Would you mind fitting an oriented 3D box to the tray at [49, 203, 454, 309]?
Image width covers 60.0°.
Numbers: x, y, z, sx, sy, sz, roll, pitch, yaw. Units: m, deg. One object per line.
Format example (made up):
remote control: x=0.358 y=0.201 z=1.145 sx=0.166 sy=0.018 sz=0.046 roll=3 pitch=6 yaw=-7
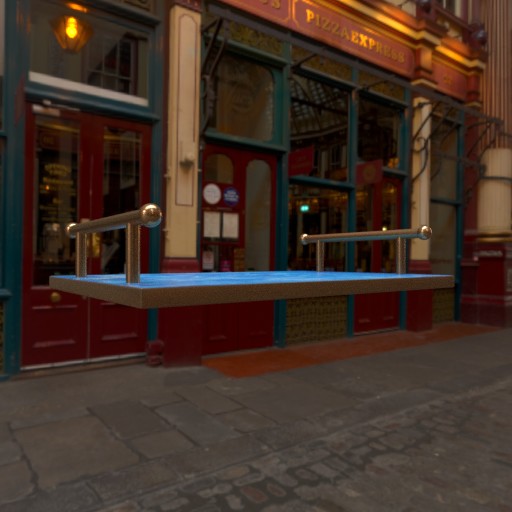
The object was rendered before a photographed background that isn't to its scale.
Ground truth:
tray: x=0.000 y=0.000 z=0.587 sx=0.444 sy=0.084 sz=0.304 roll=0 pitch=-1 yaw=-37
